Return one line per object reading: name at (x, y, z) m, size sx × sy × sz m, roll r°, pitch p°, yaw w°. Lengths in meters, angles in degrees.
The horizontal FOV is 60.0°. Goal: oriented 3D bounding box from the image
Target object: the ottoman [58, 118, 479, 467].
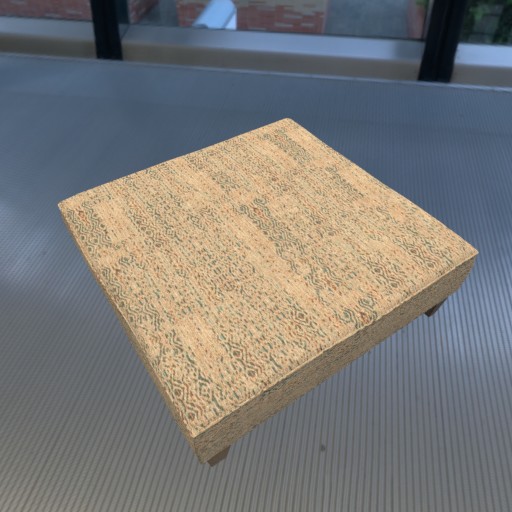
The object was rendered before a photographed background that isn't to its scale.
ottoman at (0.000, 0.000, 1.528) m, size 1.004 × 0.356 × 0.968 m, roll -26°, pitch 52°, yaw -23°
